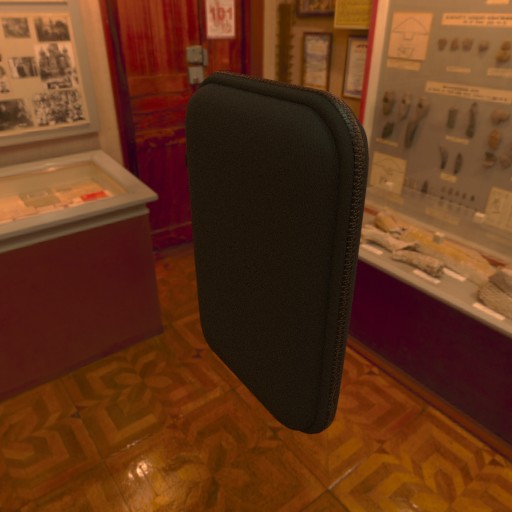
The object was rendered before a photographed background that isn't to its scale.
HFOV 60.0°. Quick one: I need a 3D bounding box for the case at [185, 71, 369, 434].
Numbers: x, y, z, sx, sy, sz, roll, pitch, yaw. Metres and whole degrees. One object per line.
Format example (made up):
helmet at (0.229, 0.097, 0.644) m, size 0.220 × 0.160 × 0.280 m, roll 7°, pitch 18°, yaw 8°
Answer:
case at (0.000, 0.000, 0.196) m, size 0.030 × 0.147 × 0.107 m, roll -19°, pitch 35°, yaw -30°
